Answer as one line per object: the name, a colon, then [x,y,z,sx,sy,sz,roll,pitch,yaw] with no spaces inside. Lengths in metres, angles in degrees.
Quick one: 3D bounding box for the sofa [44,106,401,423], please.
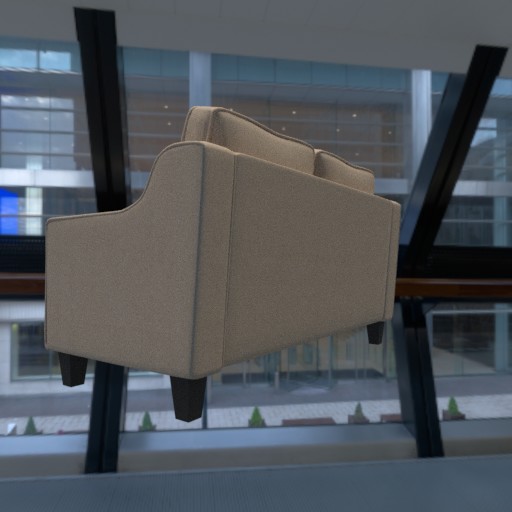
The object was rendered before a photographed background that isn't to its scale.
sofa: [0.000,0.000,3.323,1.351,1.562,2.587,0,-1,36]
